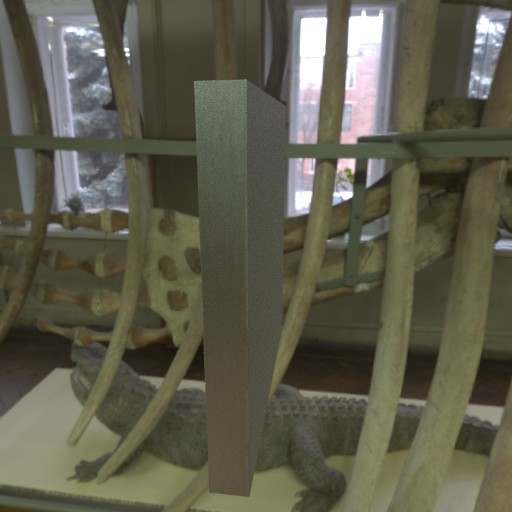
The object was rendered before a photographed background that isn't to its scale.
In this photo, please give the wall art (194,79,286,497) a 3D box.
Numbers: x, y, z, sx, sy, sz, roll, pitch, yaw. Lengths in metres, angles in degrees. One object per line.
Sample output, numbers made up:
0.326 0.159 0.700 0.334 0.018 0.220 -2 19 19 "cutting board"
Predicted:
0.000 0.000 0.519 0.038 0.350 0.350 2 16 8 "wall art"
